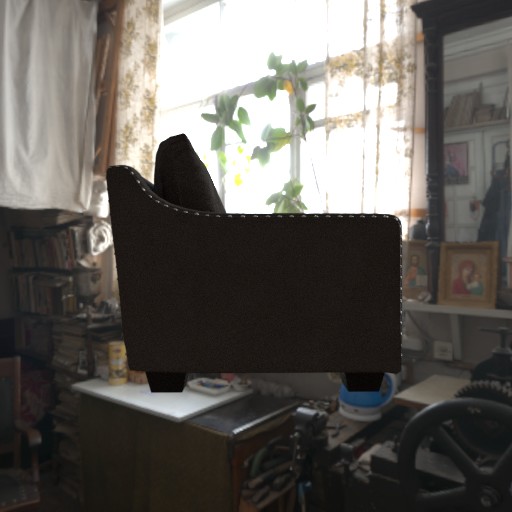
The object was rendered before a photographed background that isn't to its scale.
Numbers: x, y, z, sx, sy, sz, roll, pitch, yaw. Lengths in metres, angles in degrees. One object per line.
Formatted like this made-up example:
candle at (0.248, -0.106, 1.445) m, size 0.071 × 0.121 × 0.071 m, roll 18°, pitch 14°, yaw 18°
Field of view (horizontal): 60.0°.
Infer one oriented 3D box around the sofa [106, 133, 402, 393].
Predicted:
sofa at (0.000, 0.000, 3.182) m, size 1.336 × 1.196 × 2.550 m, roll 0°, pitch 1°, yaw -1°
